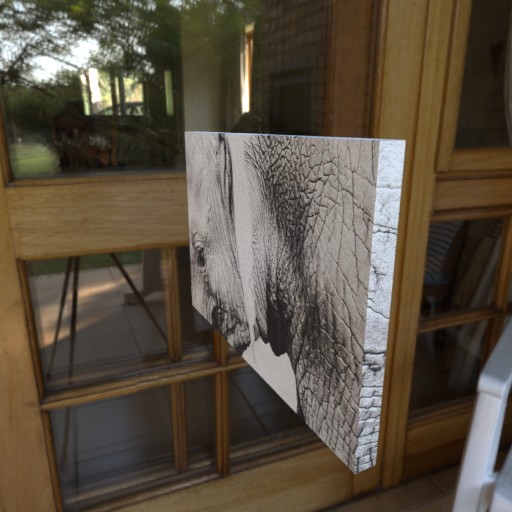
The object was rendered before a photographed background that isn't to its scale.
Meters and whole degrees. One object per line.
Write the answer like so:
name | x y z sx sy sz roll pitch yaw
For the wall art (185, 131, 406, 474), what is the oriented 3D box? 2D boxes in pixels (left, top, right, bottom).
wall art | 0.000 0.000 0.769 0.035 0.407 0.613 -8 18 -26
